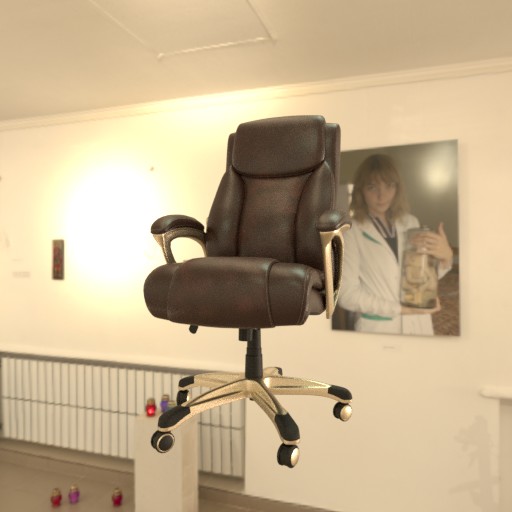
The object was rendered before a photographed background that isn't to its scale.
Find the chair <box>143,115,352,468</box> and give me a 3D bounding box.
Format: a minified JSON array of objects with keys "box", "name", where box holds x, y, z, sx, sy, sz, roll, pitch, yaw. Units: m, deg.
[{"box":[0.000,0.000,1.617,0.692,1.194,0.749,0,0,18],"name":"chair"}]
